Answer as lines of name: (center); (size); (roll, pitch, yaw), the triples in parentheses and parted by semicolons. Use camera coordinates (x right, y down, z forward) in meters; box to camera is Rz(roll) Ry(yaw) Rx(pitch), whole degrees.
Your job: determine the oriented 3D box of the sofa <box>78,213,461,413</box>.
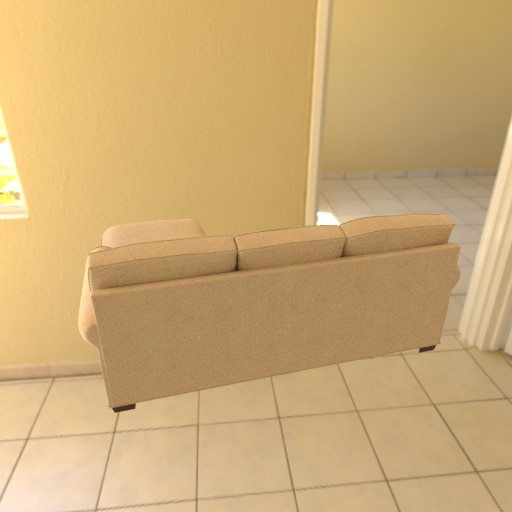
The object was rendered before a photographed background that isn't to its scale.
sofa: (0.000, 0.000, 2.458); (1.770, 0.734, 1.226); (-7, 28, -14)
